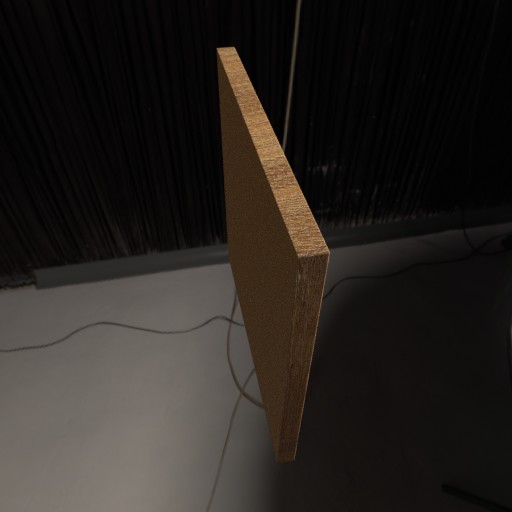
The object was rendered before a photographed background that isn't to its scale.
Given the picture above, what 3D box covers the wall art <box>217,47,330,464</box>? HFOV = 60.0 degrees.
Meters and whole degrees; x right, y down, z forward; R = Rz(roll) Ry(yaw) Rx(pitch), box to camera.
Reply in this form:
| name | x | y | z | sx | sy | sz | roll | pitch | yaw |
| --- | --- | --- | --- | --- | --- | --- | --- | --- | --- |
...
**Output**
| name | x | y | z | sx | sy | sz | roll | pitch | yaw |
| --- | --- | --- | --- | --- | --- | --- | --- | --- | --- |
| wall art | 0.000 | 0.000 | 0.905 | 0.042 | 0.608 | 0.611 | -9 | 46 | -8 |
